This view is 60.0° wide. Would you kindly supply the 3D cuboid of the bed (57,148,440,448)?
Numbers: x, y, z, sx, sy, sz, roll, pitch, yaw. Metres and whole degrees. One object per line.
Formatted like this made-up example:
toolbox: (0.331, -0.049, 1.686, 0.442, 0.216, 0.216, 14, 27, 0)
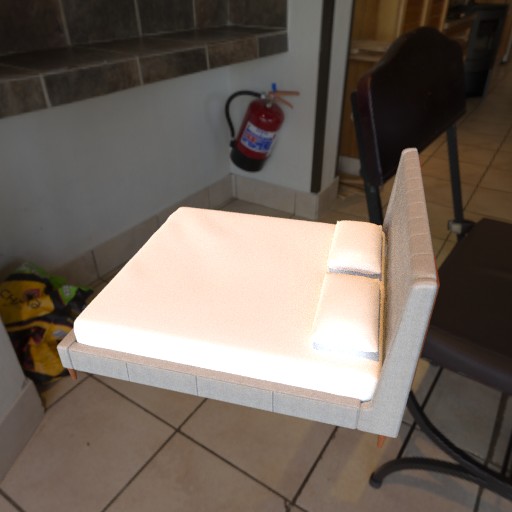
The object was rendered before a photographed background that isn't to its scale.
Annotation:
bed: (0.000, 0.000, 3.502, 2.342, 1.289, 2.062, 8, 33, 12)
